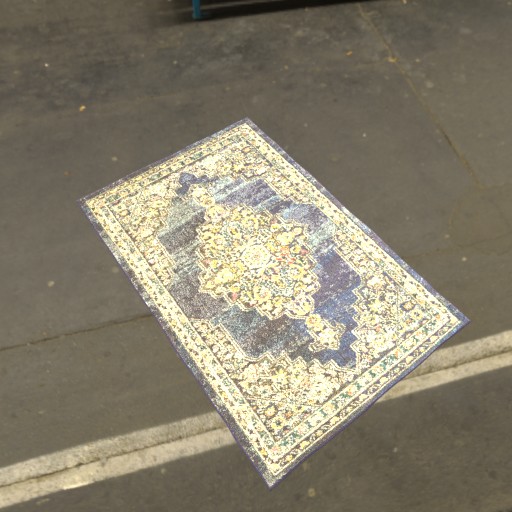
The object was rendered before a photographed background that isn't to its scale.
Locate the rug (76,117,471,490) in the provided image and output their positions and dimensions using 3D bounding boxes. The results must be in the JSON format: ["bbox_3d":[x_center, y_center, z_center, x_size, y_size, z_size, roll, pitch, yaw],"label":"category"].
[{"bbox_3d":[0.000,0.000,2.262,1.184,0.012,1.781,-32,62,-19],"label":"rug"}]
